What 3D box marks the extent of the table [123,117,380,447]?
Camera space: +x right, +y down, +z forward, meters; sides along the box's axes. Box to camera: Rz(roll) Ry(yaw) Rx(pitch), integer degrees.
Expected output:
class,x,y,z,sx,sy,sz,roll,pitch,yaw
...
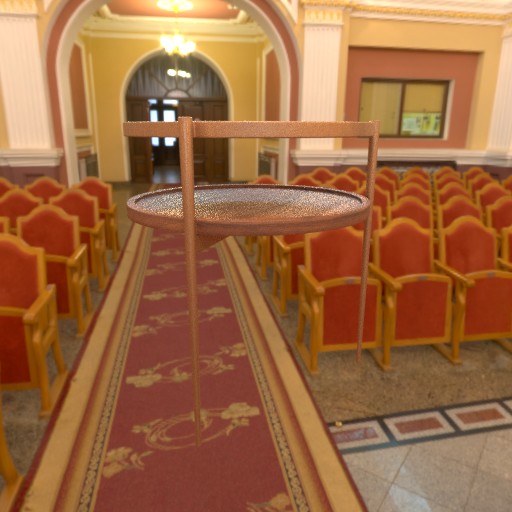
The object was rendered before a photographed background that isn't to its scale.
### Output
class,x,y,z,sx,sy,sz,roll,pitch,yaw
table,0.000,0.000,0.840,0.456,0.493,0.430,-2,16,-9
